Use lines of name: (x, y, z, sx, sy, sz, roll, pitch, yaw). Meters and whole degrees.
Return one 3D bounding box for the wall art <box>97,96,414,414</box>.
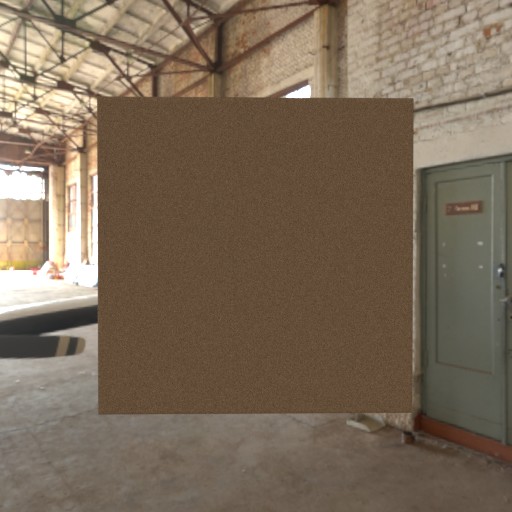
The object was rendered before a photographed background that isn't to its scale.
wall art: (0.000, 0.000, 1.076, 0.749, 0.751, 0.050, 0, 1, -1)
